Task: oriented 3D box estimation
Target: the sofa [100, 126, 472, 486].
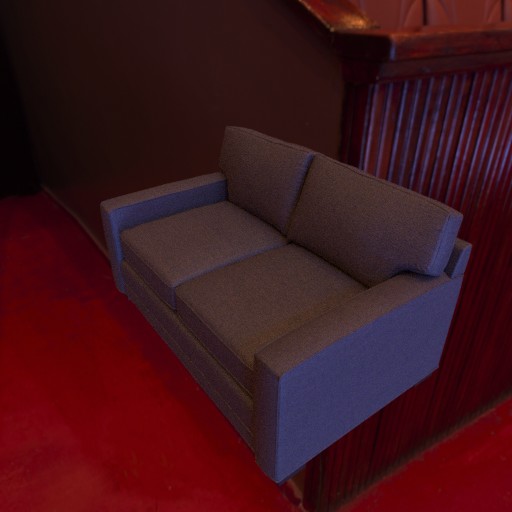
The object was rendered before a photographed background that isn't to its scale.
[{"bbox_3d":[0.000,0.000,2.120,0.974,0.887,1.534,-21,37,-30],"label":"sofa"}]
